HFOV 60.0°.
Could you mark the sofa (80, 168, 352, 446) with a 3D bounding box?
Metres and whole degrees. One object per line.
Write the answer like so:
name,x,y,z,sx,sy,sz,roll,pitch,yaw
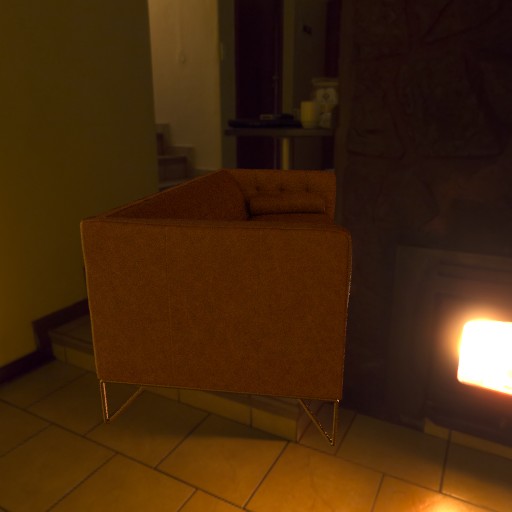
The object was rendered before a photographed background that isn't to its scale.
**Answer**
sofa,0.000,0.000,2.493,0.912,0.798,2.079,2,16,8
